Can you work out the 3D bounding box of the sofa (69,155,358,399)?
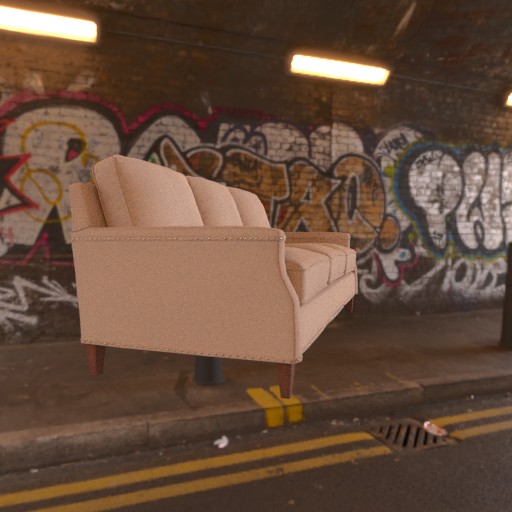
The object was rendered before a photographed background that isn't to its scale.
[{"bbox_3d":[0.000,0.000,2.849,1.084,1.003,2.246,1,3,18],"label":"sofa"}]
